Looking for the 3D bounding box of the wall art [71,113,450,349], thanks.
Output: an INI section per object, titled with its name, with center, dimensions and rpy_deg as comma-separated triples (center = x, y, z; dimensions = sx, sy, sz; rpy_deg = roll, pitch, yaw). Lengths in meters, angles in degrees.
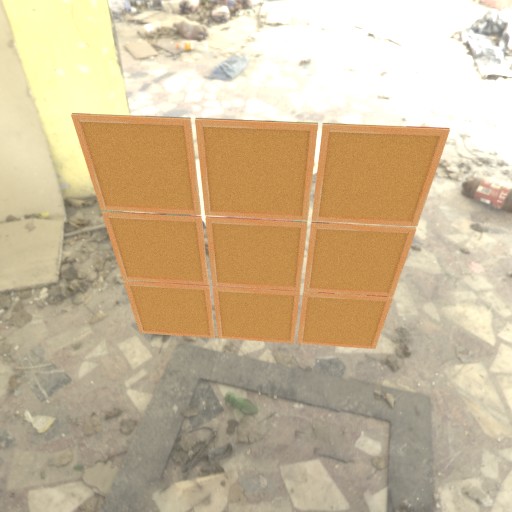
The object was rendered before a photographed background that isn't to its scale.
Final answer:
[wall art]
center = 0.000, 0.000, 1.850
dimensions = 1.216, 1.220, 0.013
rpy_deg = 3, 45, 3
